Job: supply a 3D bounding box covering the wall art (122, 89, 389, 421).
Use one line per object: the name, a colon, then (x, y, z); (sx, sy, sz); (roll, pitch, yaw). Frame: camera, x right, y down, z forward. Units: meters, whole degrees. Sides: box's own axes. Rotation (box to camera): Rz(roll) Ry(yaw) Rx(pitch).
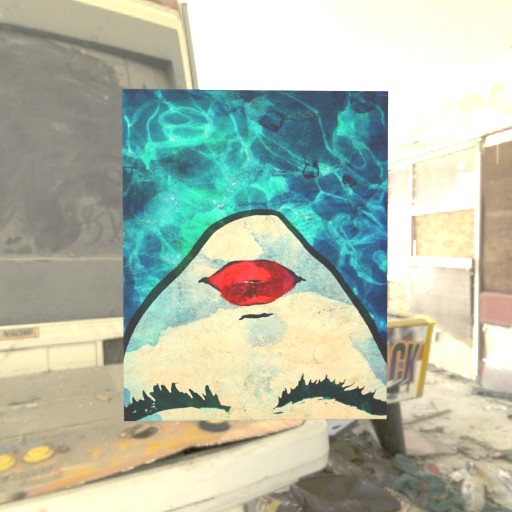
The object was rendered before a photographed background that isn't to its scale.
wall art: (0.000, 0.000, 1.038); (0.609, 0.760, 0.038); (0, 1, -1)
